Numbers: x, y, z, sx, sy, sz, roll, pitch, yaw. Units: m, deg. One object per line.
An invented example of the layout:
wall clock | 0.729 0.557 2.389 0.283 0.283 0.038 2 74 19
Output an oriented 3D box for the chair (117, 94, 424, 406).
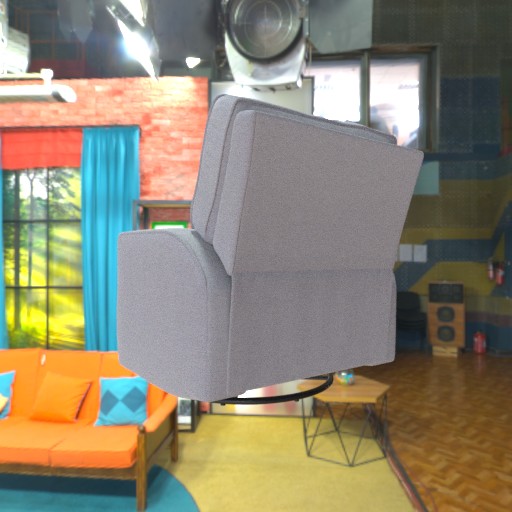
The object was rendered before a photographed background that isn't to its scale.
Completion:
chair | 0.000 0.000 1.699 0.861 0.964 0.969 0 0 -36
